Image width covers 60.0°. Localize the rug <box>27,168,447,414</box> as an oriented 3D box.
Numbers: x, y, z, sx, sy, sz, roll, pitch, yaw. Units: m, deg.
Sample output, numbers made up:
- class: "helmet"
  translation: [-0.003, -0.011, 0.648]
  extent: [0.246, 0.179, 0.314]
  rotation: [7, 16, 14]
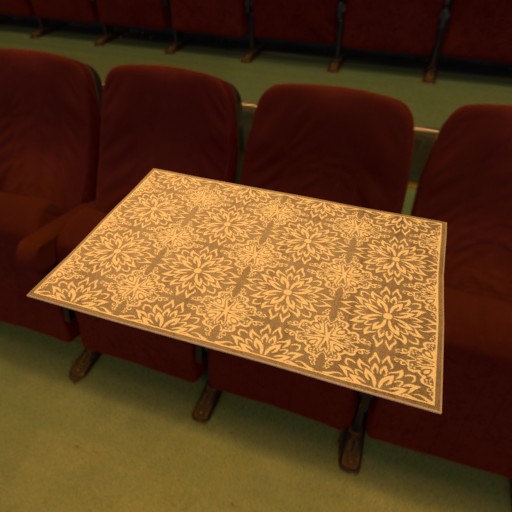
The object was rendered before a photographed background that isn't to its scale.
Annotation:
- class: "rug"
  translation: [0.000, 0.000, 2.274]
  extent: [1.847, 0.012, 1.224]
  rotation: [13, 43, 14]
